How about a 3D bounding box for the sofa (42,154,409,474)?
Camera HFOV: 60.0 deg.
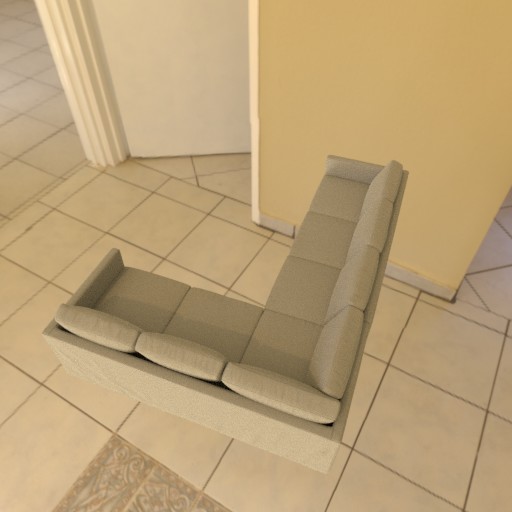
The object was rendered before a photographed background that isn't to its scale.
[{"bbox_3d":[0.000,0.000,4.375,2.432,0.871,3.182,16,49,14],"label":"sofa"}]
